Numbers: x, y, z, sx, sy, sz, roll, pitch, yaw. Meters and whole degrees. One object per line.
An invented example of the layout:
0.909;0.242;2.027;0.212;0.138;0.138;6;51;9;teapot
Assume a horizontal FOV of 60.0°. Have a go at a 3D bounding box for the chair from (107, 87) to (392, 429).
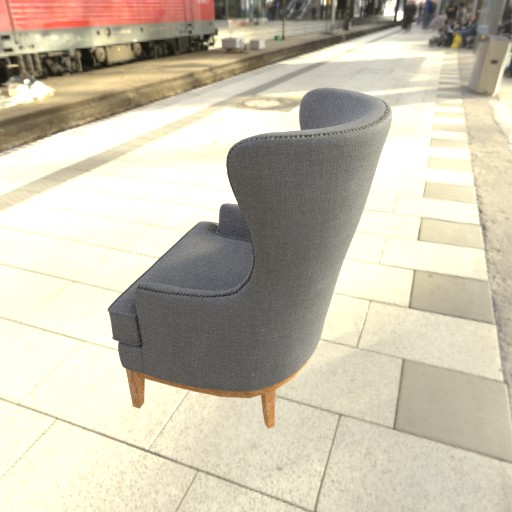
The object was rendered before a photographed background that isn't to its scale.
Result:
0.000;0.000;1.763;0.883;1.176;0.864;10;31;16;chair
